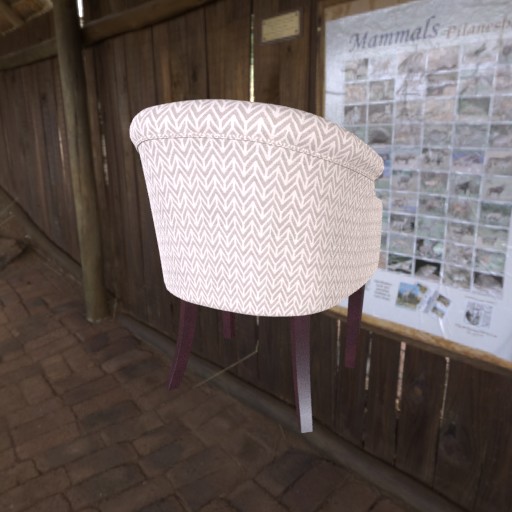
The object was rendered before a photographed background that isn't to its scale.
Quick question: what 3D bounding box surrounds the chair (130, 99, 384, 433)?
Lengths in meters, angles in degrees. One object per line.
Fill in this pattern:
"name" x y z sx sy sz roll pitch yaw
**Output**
"chair" 0.000 0.000 1.328 0.686 0.858 0.613 8 18 26
